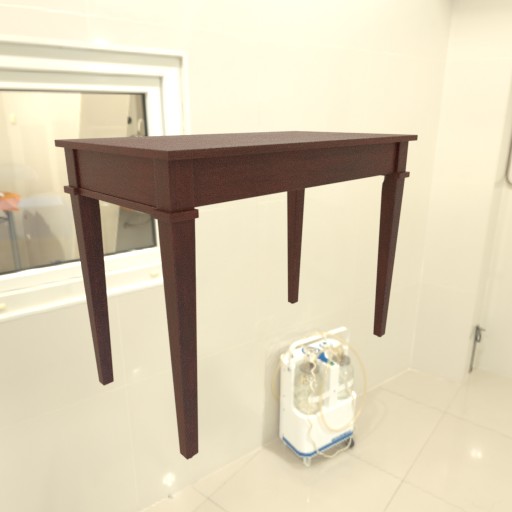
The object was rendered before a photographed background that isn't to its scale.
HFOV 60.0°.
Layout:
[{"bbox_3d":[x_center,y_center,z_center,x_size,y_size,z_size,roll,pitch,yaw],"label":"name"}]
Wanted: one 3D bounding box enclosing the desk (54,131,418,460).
[{"bbox_3d":[0.000,0.000,1.469,1.001,0.762,0.549,-17,24,-42],"label":"desk"}]
